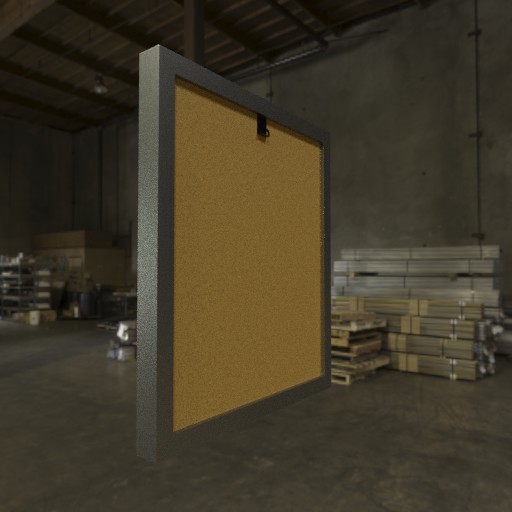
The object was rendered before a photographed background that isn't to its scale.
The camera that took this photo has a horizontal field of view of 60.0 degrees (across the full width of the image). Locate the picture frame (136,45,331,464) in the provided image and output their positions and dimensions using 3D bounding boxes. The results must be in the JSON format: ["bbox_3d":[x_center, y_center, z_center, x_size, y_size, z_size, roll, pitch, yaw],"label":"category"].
[{"bbox_3d":[0.000,0.000,1.375,0.073,0.968,0.839,-1,-2,38],"label":"picture frame"}]
